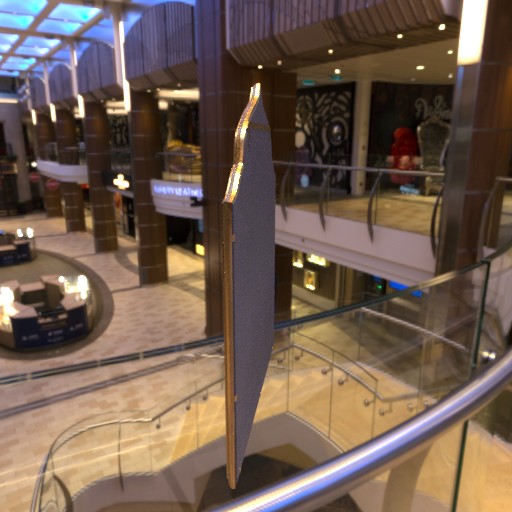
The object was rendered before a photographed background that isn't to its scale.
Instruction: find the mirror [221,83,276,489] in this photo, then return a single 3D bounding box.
[{"bbox_3d":[0.000,0.000,0.871,0.018,0.635,0.513,2,15,9],"label":"mirror"}]
